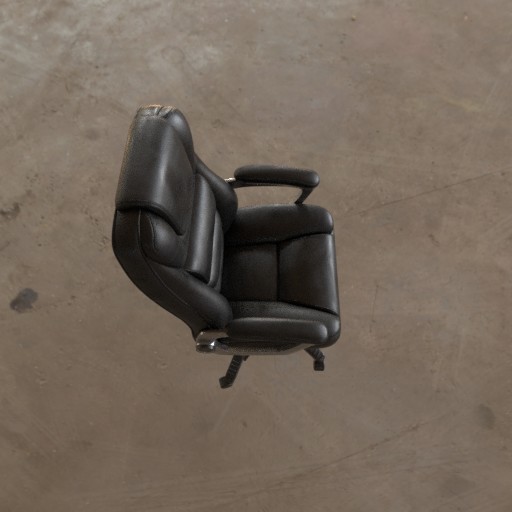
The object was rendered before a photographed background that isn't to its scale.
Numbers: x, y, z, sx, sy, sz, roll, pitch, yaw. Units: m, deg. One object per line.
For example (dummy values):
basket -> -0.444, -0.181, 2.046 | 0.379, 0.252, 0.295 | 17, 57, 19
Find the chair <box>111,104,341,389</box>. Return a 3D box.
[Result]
chair -> 0.000, 0.000, 1.535 | 0.689, 1.075, 0.697 | 1, 62, 1
